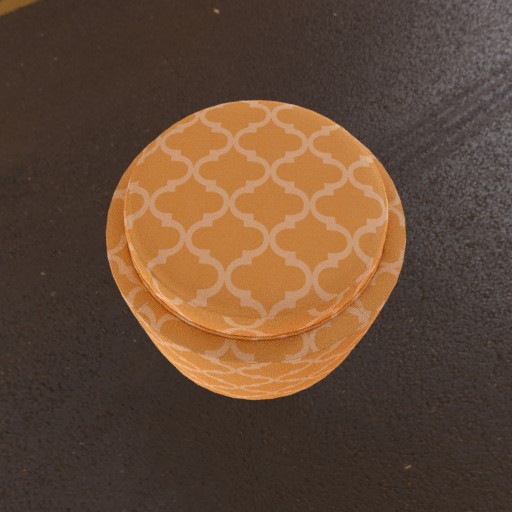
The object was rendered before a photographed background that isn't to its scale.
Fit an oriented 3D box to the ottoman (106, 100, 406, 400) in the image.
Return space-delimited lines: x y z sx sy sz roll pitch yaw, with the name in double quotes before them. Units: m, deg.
"ottoman" 0.000 0.000 0.830 0.480 0.429 0.480 0 63 0
